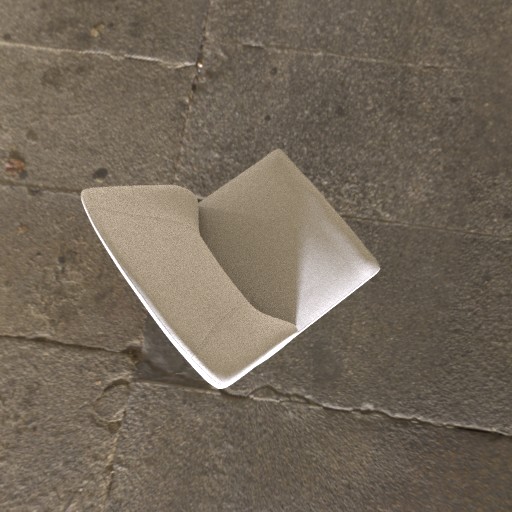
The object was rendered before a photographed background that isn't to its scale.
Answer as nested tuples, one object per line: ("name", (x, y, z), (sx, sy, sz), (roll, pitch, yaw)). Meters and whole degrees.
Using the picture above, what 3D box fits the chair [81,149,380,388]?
("chair", (0.000, 0.000, 1.206), (0.540, 0.893, 0.472), (-36, 78, -9))
